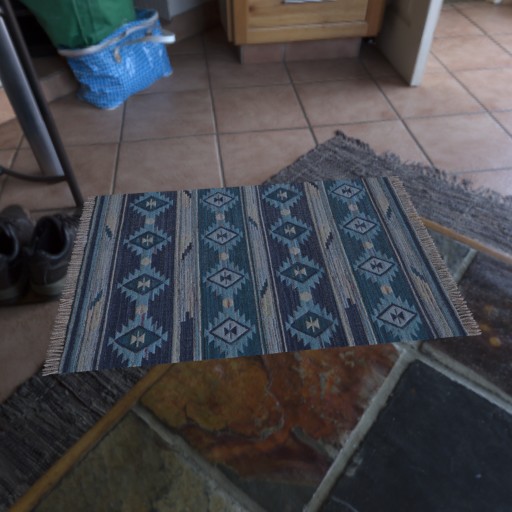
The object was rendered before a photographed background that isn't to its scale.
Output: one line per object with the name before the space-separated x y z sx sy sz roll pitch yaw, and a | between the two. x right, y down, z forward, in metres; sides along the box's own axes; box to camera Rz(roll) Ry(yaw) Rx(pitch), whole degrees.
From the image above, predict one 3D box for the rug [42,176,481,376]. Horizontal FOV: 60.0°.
rug | 0.000 0.000 2.318 1.936 0.028 1.181 -4 47 -4
